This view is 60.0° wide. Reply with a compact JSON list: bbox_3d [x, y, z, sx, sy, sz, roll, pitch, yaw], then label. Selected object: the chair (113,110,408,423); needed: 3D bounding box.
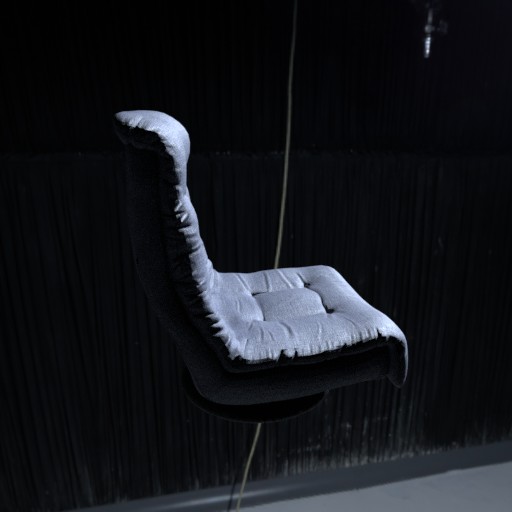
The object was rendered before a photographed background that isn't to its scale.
[{"bbox_3d":[0.000,0.000,1.206,0.668,0.749,0.597,-3,16,-10],"label":"chair"}]
